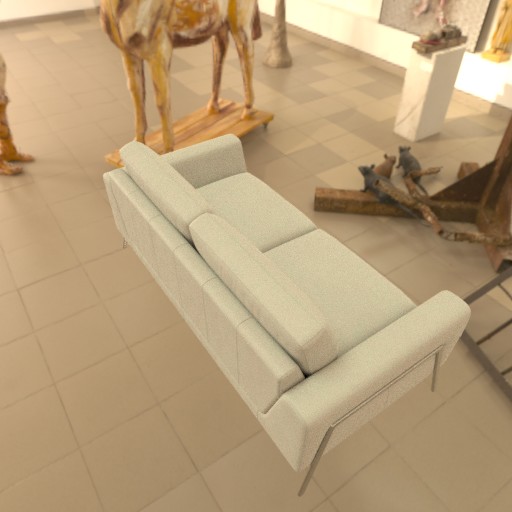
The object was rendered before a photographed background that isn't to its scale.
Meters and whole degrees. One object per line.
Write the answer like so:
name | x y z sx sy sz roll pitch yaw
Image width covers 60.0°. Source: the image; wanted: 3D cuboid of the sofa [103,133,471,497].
sofa | 0.000 0.000 2.461 0.953 0.875 2.017 -25 48 -25
